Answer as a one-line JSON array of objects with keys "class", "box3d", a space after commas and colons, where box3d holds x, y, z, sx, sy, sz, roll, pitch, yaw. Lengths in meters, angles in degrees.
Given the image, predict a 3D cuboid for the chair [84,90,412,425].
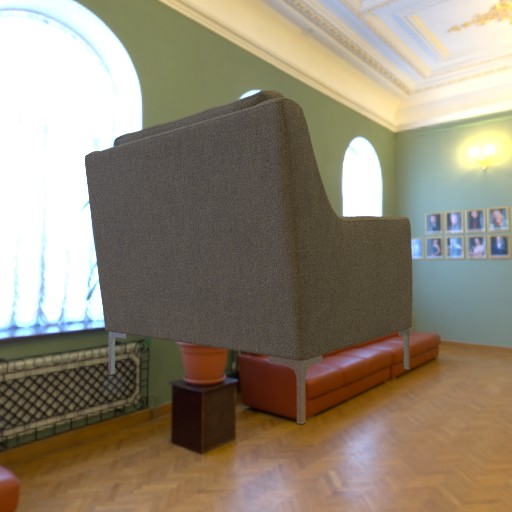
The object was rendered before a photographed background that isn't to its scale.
[{"class": "chair", "box3d": [0.000, 0.000, 1.559, 0.847, 0.828, 0.849, -1, -2, 38]}]
